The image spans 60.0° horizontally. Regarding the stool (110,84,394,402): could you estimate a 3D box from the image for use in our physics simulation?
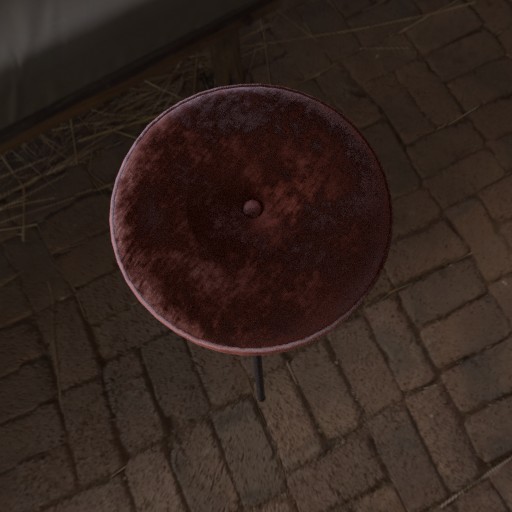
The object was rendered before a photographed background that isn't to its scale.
[{"bbox_3d":[0.000,0.000,0.906,0.421,0.593,0.457,39,79,9],"label":"stool"}]
